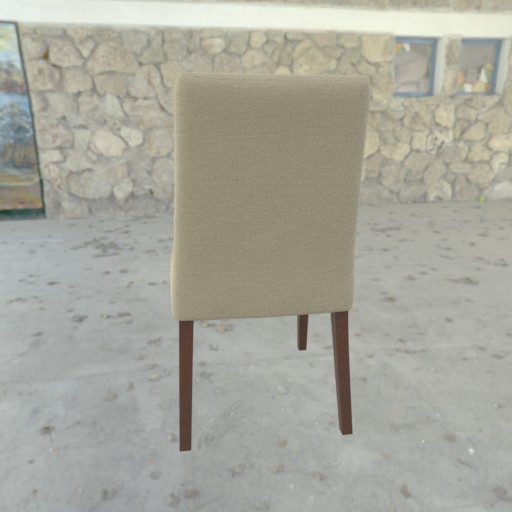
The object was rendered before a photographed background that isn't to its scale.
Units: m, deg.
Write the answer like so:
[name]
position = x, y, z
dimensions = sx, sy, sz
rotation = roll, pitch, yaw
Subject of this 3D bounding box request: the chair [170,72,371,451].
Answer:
[chair]
position = 0.000, 0.000, 1.307
dimensions = 0.515, 0.940, 0.638
rotation = -2, 16, -8
